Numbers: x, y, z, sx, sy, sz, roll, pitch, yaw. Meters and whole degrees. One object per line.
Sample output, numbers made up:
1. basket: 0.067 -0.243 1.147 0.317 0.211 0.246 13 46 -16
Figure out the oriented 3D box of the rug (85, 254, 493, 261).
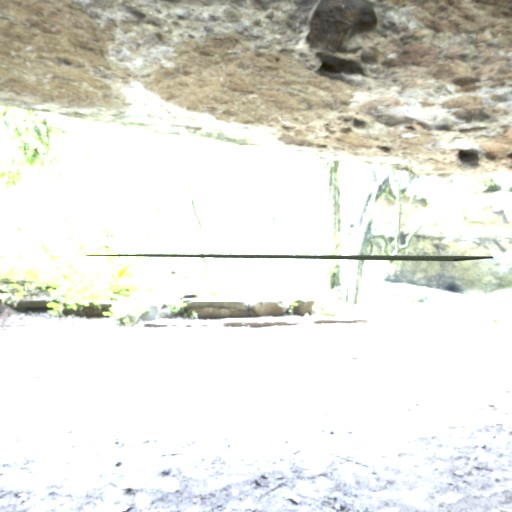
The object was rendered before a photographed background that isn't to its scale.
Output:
1. rug: 0.000 0.000 2.664 2.430 0.012 0.759 1 1 37
